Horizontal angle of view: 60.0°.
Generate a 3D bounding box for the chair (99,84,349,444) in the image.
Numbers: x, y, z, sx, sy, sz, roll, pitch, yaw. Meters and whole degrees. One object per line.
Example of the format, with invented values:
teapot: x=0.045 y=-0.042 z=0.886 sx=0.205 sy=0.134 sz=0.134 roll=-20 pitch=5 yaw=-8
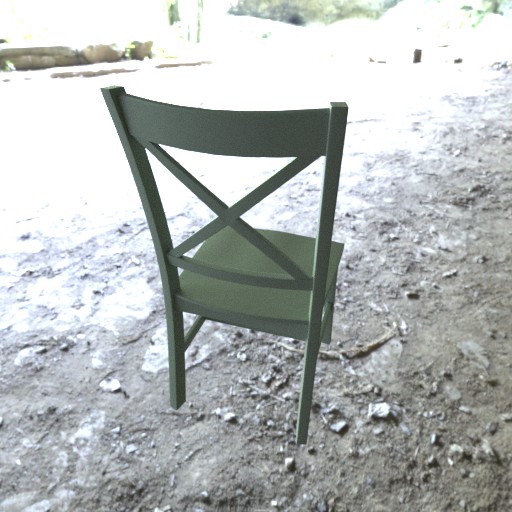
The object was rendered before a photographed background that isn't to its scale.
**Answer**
chair: x=0.000 y=0.000 z=1.265 sx=0.485 sy=0.983 sz=0.542 roll=10 pitch=34 yaw=15
